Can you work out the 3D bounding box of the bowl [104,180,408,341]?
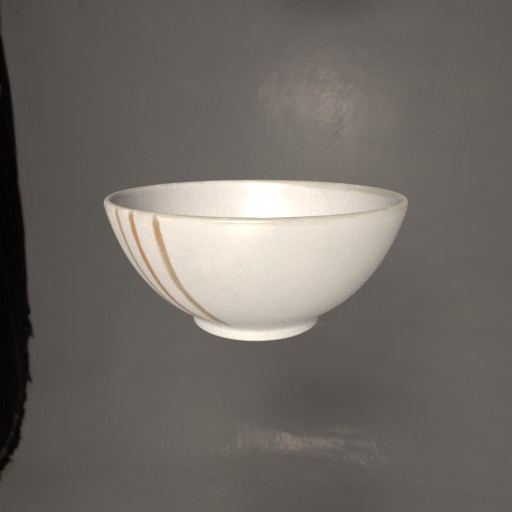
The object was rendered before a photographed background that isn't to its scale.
[{"bbox_3d":[0.000,0.000,0.426,0.268,0.121,0.268,0,15,0],"label":"bowl"}]
